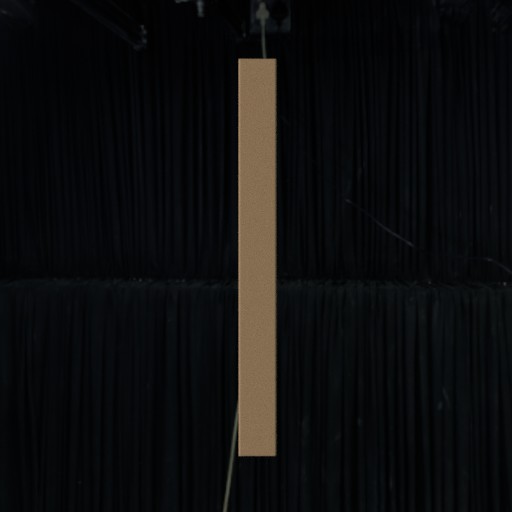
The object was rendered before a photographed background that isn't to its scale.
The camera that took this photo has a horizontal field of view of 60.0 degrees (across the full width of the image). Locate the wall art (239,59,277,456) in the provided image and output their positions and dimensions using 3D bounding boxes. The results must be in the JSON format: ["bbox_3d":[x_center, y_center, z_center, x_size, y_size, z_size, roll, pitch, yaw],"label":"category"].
[{"bbox_3d":[0.000,0.000,0.760,0.039,0.407,0.609,0,0,0],"label":"wall art"}]
